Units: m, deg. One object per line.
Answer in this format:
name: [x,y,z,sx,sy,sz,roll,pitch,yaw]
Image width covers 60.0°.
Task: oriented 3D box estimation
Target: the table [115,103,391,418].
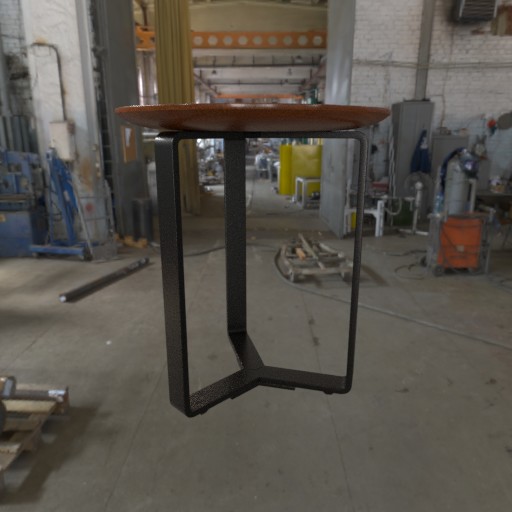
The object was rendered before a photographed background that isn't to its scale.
table: [0.000,0.000,0.724,0.410,0.450,0.380,-15,21,-42]
